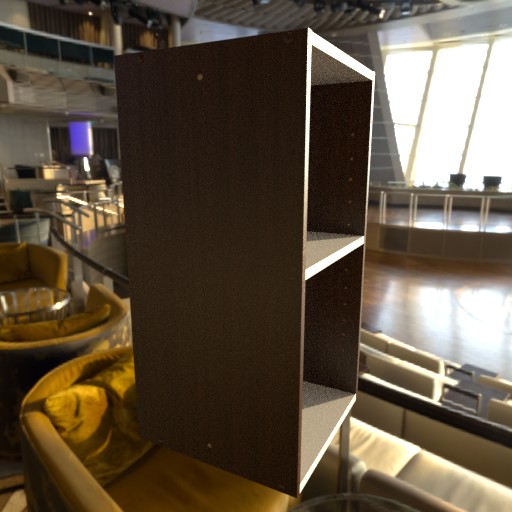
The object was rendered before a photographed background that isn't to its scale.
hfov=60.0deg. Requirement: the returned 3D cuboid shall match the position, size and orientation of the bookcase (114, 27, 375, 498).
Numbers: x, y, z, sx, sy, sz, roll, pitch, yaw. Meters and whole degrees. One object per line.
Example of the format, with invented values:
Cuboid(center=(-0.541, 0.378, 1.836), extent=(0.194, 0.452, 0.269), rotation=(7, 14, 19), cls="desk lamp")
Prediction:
Cuboid(center=(0.000, 0.000, 0.744), extent=(0.290, 0.600, 0.300), rotation=(7, 14, 28), cls="bookcase")
